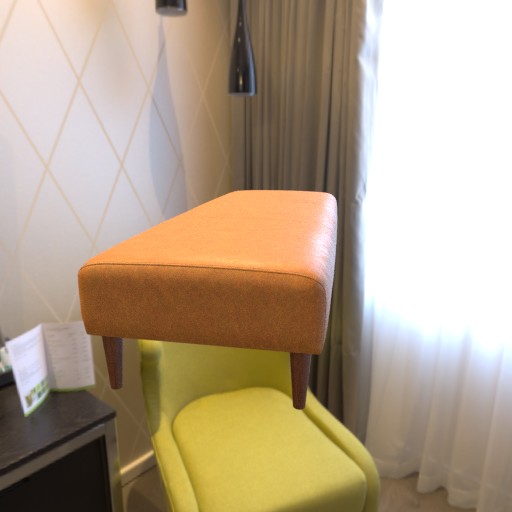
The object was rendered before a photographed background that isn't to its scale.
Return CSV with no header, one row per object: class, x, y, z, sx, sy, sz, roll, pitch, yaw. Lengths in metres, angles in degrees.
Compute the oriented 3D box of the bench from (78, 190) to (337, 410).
bench,0.000,0.000,1.845,0.653,0.399,1.610,3,15,10
